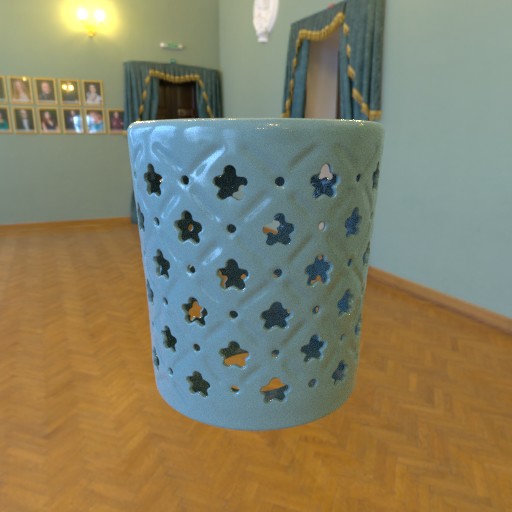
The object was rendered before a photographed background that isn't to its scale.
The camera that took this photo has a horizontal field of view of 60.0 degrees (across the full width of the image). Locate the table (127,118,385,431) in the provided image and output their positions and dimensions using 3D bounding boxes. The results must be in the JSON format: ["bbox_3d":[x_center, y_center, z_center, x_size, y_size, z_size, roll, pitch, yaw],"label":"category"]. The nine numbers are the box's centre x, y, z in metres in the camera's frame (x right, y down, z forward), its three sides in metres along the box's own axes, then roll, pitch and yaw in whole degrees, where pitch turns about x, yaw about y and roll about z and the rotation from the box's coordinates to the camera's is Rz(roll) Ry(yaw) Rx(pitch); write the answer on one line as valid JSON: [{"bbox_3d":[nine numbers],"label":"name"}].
[{"bbox_3d":[0.000,0.000,0.669,0.352,0.387,0.352,0,14,0],"label":"table"}]
